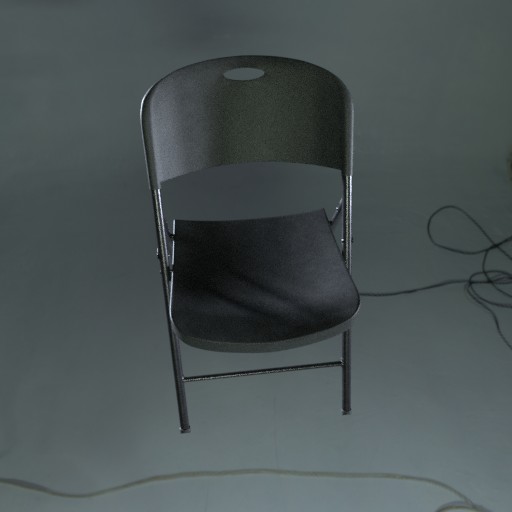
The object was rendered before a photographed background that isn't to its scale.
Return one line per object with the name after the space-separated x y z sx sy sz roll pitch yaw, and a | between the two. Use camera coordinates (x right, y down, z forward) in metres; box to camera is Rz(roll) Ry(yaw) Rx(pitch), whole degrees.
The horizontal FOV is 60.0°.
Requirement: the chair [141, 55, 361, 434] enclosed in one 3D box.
0.000 0.000 1.155 0.494 0.810 0.566 -5 47 -4 | chair
